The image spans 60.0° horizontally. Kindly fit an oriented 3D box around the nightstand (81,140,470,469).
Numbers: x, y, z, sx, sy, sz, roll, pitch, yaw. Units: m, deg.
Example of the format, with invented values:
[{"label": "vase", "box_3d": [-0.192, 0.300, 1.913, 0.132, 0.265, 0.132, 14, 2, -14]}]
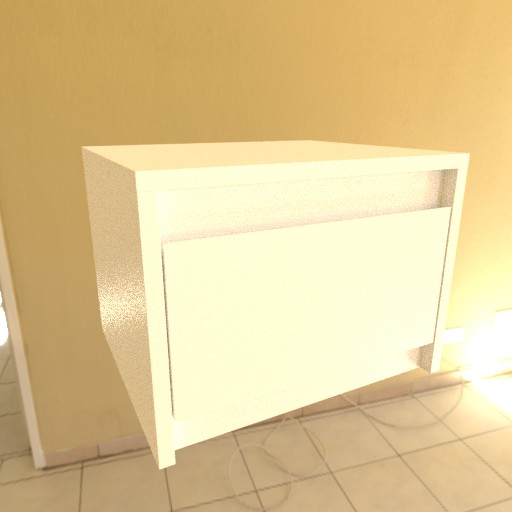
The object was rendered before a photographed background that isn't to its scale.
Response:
[{"label": "nightstand", "box_3d": [0.000, 0.000, 0.749, 0.470, 0.351, 0.408, -9, 19, -26]}]
